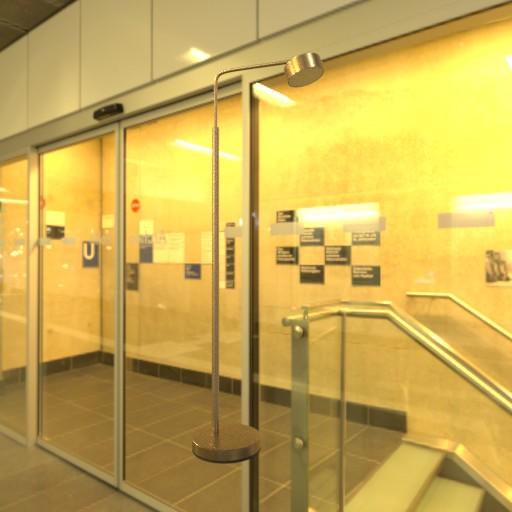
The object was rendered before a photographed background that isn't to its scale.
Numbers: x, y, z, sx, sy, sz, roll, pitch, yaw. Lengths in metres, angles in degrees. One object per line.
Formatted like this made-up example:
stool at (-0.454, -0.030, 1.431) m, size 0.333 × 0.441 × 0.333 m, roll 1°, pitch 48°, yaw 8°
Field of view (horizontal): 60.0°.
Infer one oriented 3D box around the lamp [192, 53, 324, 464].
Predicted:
lamp at (0.000, 0.000, 1.392) m, size 0.418 × 1.230 × 0.219 m, roll 0°, pitch 0°, yaw 19°
